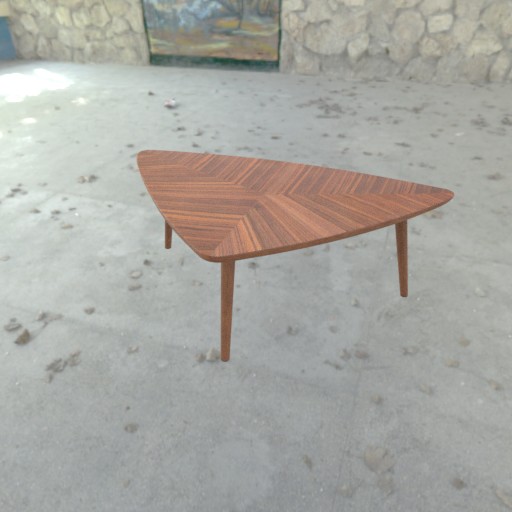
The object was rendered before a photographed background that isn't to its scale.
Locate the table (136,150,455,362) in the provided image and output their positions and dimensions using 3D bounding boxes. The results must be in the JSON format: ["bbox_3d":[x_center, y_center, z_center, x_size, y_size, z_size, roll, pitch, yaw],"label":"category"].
[{"bbox_3d":[0.000,0.000,1.294,1.008,0.365,0.601,11,34,17],"label":"table"}]
